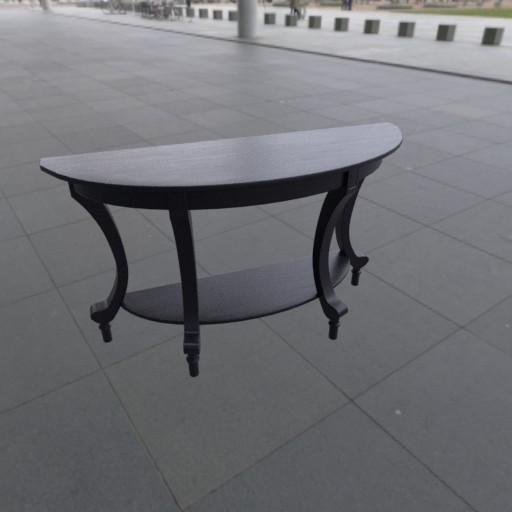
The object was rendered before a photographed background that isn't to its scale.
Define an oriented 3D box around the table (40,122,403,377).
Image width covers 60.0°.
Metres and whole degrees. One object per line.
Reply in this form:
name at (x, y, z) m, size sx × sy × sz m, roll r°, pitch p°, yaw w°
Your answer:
table at (0.000, 0.000, 1.491) m, size 1.198 × 0.692 × 0.394 m, roll -11°, pitch 33°, yaw -17°
